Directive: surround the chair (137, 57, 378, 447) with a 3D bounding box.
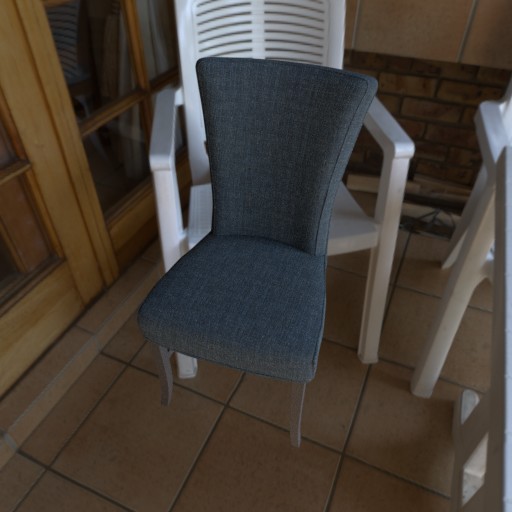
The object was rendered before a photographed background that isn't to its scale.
[{"bbox_3d":[0.000,0.000,1.368,0.520,0.991,0.660,12,43,13],"label":"chair"}]
